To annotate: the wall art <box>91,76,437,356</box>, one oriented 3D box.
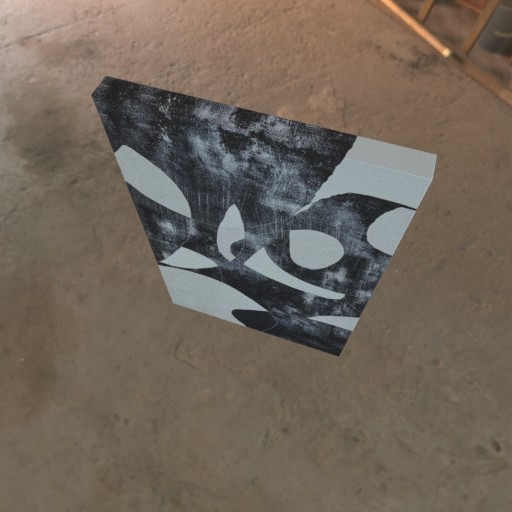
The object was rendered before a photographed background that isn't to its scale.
[{"bbox_3d":[0.000,0.000,0.773,0.407,0.610,0.039,16,61,9],"label":"wall art"}]
